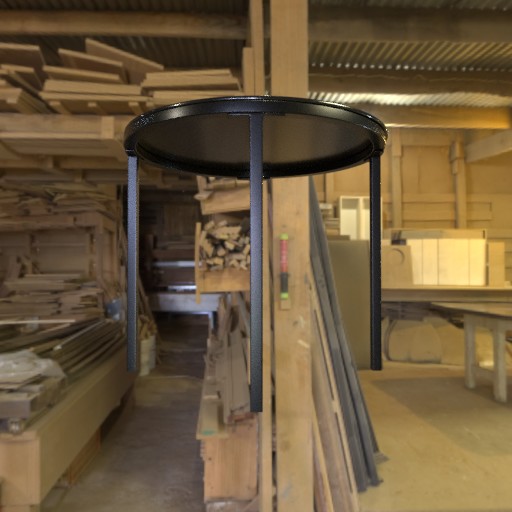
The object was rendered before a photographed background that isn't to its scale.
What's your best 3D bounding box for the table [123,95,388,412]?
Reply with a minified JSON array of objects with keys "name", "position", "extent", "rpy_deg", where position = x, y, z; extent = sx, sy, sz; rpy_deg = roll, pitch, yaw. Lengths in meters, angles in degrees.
[{"name":"table","position":[0.000,0.000,0.868],"extent":[0.499,0.443,0.499],"rpy_deg":[0,-1,0]}]
